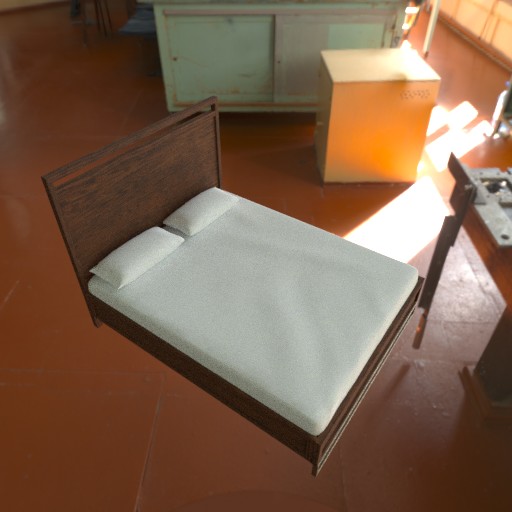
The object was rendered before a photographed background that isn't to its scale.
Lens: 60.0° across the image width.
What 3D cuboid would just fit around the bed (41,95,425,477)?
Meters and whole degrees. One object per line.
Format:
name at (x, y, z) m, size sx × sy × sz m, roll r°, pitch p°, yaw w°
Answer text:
bed at (0.000, 0.000, 3.445) m, size 2.218 × 1.487 × 1.765 m, roll 25°, pitch 46°, yaw 26°
